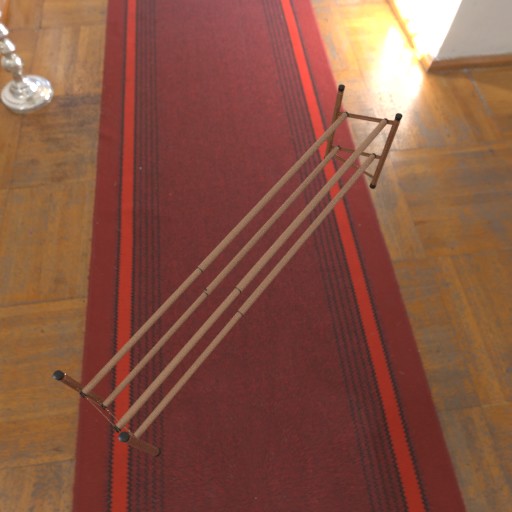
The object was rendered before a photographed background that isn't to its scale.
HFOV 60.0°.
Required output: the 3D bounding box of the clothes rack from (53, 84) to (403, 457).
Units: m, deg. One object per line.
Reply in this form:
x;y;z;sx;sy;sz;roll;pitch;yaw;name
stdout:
0.000;0.000;1.303;0.229;0.349;1.168;34;67;17;clothes rack
